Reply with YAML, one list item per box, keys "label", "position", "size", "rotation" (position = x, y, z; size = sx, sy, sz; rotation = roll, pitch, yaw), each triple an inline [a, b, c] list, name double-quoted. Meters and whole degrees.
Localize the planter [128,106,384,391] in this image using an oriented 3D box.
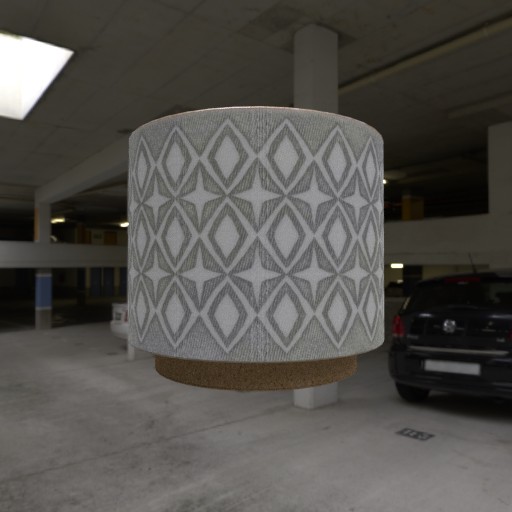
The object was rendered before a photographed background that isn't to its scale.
- label: "planter"
  position: [0.000, 0.000, 0.460]
  size: [0.255, 0.223, 0.255]
  rotation: [0, -1, 0]
